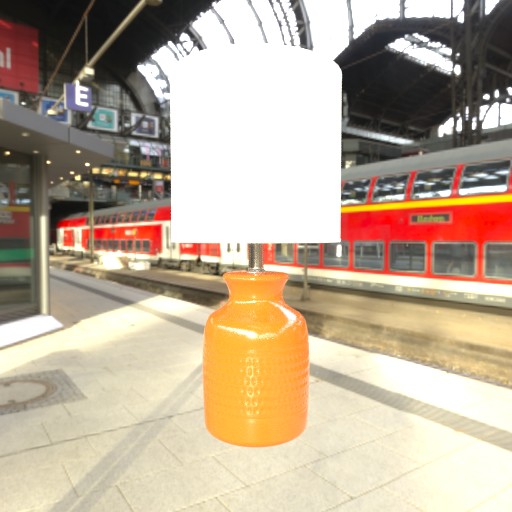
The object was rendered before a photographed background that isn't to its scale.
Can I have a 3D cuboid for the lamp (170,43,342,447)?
[{"bbox_3d":[0.000,0.000,1.116,0.418,0.871,0.418,-2,3,-36],"label":"lamp"}]
